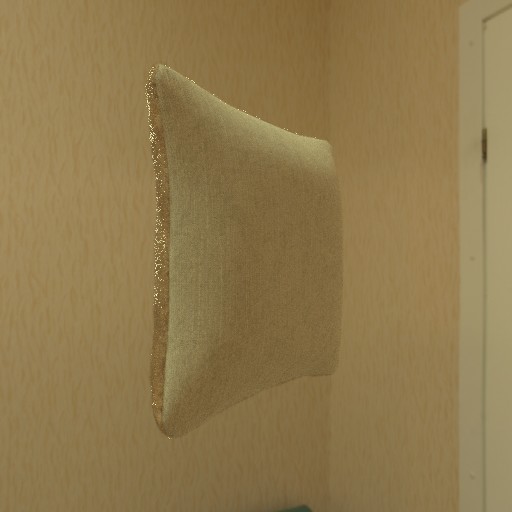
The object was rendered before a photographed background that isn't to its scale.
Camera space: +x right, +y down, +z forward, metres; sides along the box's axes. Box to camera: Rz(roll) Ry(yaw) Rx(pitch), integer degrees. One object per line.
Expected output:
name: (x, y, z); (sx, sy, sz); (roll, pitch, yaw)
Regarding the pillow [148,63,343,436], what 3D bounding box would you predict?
pillow: (0.000, 0.000, 0.812); (0.216, 0.525, 0.538); (0, 0, 37)
